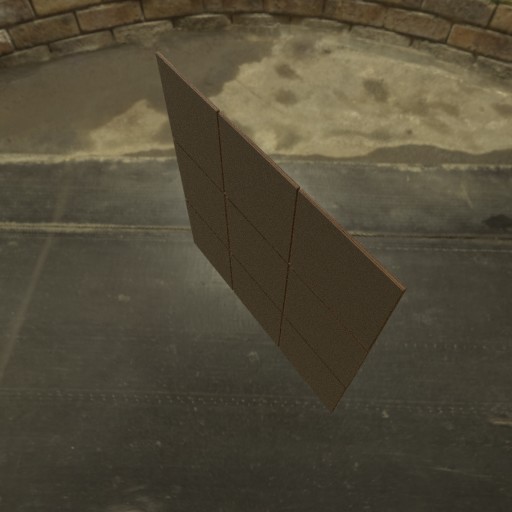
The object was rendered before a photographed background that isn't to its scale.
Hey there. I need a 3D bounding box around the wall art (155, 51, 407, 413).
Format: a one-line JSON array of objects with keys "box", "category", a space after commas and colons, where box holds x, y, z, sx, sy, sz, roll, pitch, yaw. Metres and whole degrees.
[{"box": [0.000, 0.000, 1.398, 0.010, 0.917, 0.919, -32, 63, -19], "category": "wall art"}]
